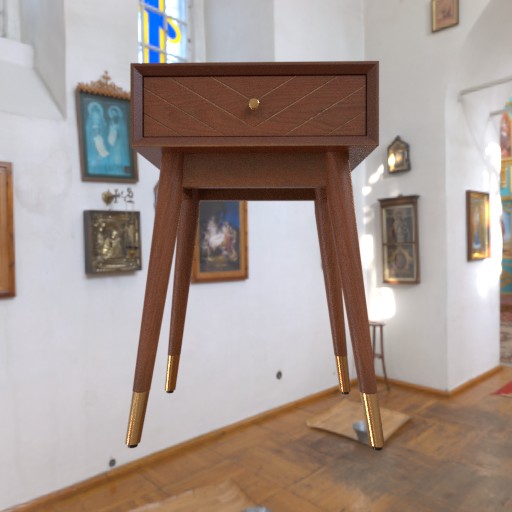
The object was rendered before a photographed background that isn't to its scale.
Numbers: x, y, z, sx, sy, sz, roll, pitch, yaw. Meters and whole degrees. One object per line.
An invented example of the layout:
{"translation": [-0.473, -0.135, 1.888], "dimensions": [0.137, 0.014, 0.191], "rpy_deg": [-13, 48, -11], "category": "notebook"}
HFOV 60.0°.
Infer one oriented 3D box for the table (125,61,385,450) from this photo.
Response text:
{"translation": [0.000, 0.000, 0.829], "dimensions": [0.406, 0.599, 0.300], "rpy_deg": [0, 0, 1], "category": "table"}
